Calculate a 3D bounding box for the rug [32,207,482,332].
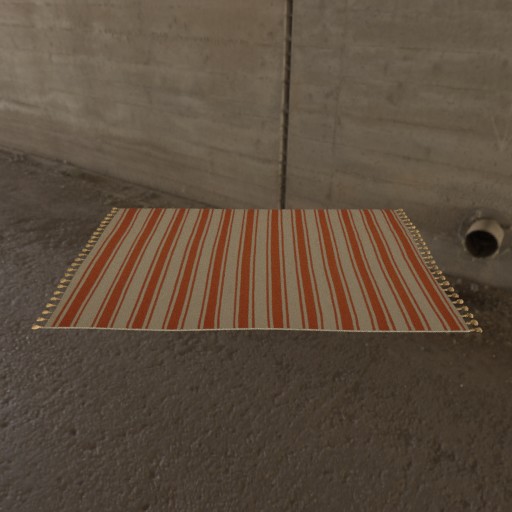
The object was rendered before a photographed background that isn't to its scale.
[{"bbox_3d":[0.000,0.000,3.021,2.433,0.022,1.556,0,31,1],"label":"rug"}]
